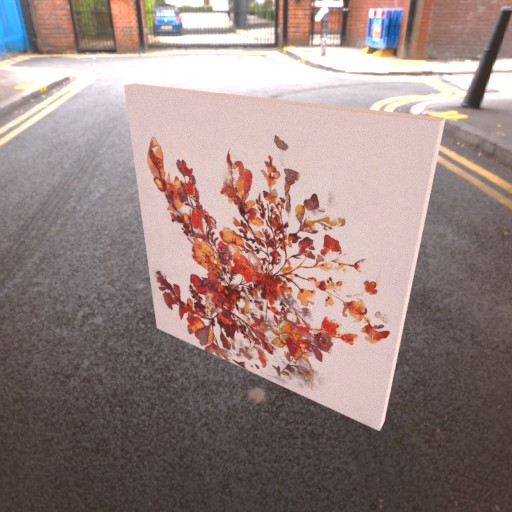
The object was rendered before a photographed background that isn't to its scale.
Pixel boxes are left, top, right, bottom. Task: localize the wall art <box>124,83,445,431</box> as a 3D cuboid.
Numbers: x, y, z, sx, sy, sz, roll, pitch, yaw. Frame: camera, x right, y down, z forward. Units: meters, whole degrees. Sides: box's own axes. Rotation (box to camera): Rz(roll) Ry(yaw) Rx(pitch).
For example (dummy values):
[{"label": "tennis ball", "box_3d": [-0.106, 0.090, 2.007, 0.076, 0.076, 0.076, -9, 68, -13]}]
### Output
[{"label": "wall art", "box_3d": [0.000, 0.000, 1.486, 1.009, 1.009, 0.049, 17, 33, 28]}]
